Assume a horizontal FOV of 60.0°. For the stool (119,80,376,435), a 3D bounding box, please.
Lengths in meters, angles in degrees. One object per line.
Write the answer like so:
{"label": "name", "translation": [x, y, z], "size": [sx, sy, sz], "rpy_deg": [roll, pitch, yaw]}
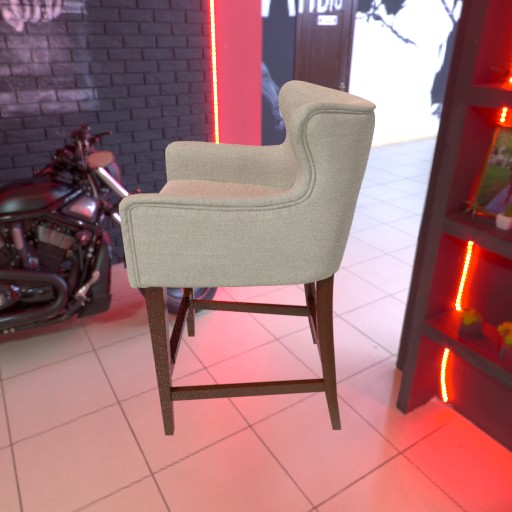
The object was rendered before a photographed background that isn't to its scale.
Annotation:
{"label": "stool", "translation": [0.000, 0.000, 1.394], "size": [0.637, 0.987, 0.615], "rpy_deg": [0, 26, 0]}
